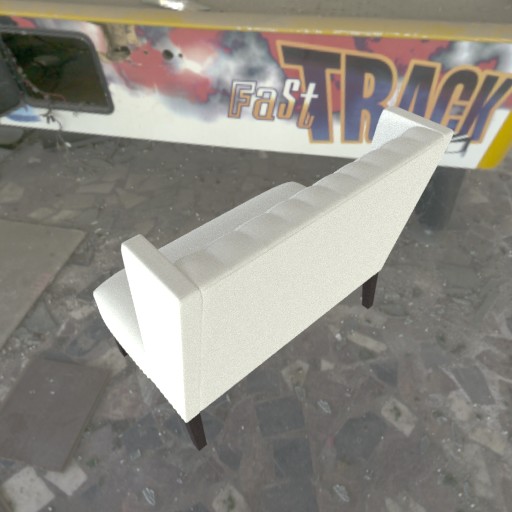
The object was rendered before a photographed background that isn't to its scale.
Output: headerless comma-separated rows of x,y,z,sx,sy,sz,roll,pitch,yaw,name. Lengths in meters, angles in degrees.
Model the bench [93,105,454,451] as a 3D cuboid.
0.000,0.000,1.978,1.280,1.123,0.847,-32,53,-28,bench
